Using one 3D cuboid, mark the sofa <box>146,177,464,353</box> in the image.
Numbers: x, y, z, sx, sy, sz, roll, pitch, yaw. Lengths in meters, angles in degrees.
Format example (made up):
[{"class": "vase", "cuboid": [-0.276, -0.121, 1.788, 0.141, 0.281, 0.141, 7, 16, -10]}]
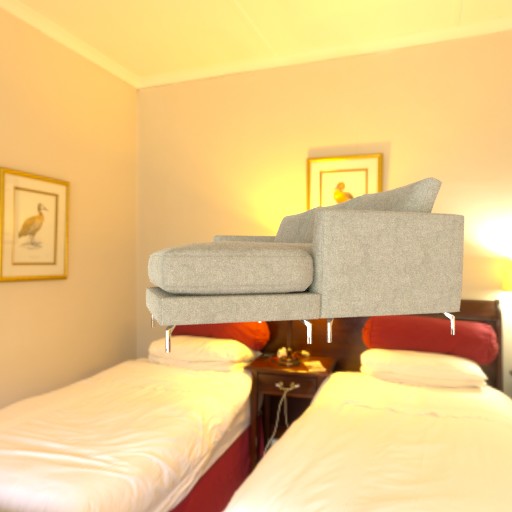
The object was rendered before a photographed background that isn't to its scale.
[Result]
[{"class": "sofa", "cuboid": [0.000, 0.000, 3.247, 1.626, 0.864, 2.438, 0, -1, -18]}]
